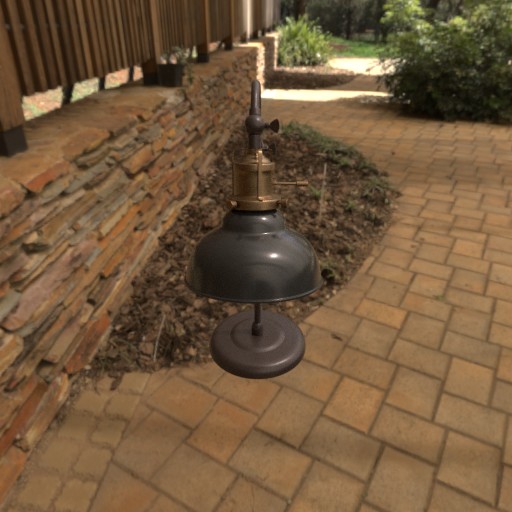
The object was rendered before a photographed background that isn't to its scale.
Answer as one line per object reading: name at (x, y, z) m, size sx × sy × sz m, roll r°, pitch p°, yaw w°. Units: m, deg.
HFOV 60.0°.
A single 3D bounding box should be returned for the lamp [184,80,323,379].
lamp at (0.000, 0.000, 0.684) m, size 0.192 × 0.508 × 0.374 m, roll 1°, pitch 29°, yaw 2°
